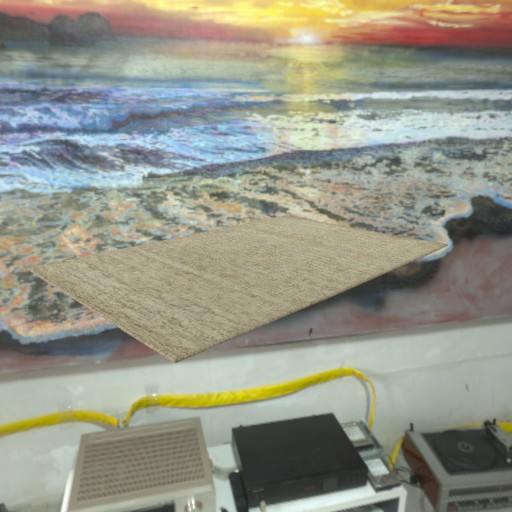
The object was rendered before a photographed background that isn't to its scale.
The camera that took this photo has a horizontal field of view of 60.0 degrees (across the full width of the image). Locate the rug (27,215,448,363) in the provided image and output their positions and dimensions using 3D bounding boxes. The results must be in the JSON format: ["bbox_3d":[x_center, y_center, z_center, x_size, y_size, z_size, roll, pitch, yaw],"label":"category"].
[{"bbox_3d":[0.000,0.000,2.274,1.822,0.018,1.211,-15,22,-42],"label":"rug"}]
